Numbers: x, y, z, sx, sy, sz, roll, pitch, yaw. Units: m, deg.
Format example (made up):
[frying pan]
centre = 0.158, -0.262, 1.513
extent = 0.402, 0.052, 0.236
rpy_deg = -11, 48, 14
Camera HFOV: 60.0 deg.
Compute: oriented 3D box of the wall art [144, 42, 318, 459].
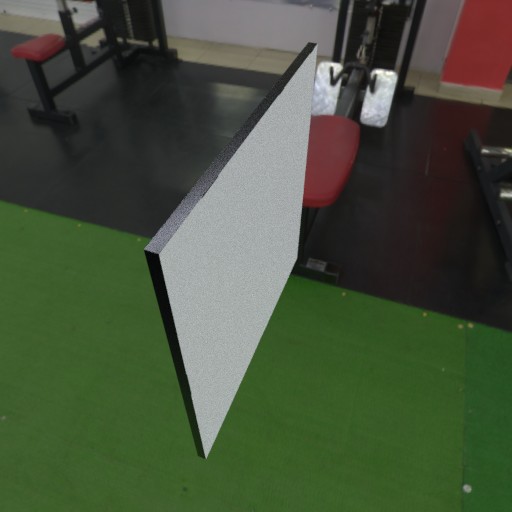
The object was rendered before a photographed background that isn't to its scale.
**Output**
[wall art]
centre = 0.000, 0.000, 0.649
extent = 0.014, 0.445, 0.446
rpy_deg = 16, 48, 15
